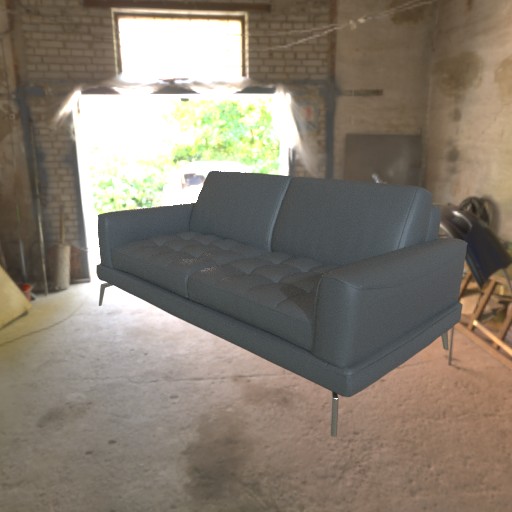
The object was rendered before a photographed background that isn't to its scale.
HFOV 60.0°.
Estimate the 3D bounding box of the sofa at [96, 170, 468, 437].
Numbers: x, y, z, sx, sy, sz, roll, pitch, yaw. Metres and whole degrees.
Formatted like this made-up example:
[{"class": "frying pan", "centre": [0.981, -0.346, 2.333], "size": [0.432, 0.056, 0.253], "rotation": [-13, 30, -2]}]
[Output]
[{"class": "sofa", "centre": [0.000, 0.000, 2.713], "size": [1.121, 0.930, 2.177], "rotation": [-14, 21, -42]}]
